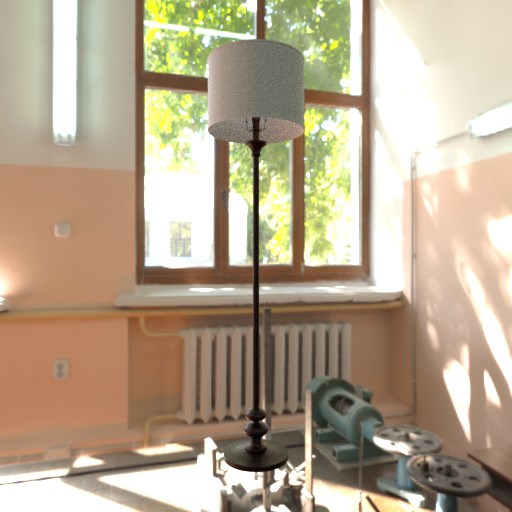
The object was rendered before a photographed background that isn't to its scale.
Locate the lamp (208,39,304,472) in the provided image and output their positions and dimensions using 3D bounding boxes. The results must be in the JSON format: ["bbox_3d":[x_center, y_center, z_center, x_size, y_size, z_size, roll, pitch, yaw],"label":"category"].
[{"bbox_3d":[0.000,0.000,1.643,0.356,1.487,0.356,0,0,18],"label":"lamp"}]
